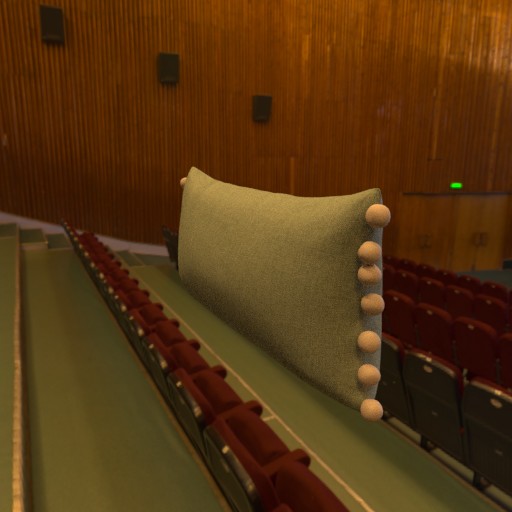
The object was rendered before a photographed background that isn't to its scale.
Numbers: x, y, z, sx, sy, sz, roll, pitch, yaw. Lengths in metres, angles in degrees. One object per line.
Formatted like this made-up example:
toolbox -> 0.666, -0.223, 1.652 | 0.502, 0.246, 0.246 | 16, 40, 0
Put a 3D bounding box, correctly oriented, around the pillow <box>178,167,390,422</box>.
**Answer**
pillow -> 0.000, 0.000, 0.844 | 0.201, 0.322, 0.709 | -7, 14, -27
